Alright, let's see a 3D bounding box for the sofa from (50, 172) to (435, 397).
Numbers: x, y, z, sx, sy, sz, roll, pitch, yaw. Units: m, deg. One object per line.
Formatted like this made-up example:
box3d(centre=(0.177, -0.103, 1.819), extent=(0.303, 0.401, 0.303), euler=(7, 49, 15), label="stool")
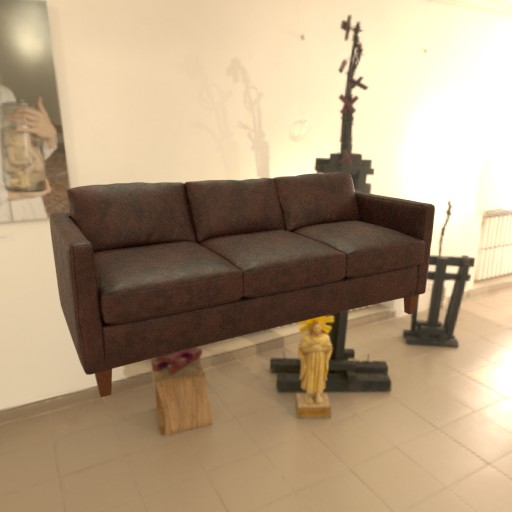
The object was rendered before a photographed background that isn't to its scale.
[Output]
box3d(centre=(0.000, 0.000, 3.044), extent=(2.464, 1.006, 1.045), euler=(-8, 18, -28), label="sofa")
